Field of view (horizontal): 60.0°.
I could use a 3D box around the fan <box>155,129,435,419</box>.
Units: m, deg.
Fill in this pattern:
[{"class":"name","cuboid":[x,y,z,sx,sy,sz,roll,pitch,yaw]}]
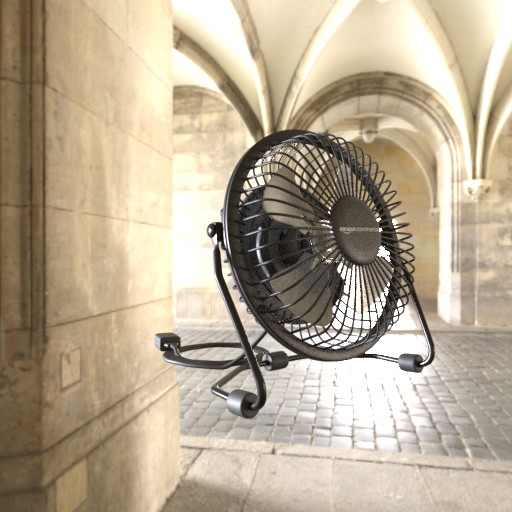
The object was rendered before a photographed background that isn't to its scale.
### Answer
[{"class":"fan","cuboid":[0.000,0.000,0.313,0.153,0.152,0.202,0,0,-37]}]
